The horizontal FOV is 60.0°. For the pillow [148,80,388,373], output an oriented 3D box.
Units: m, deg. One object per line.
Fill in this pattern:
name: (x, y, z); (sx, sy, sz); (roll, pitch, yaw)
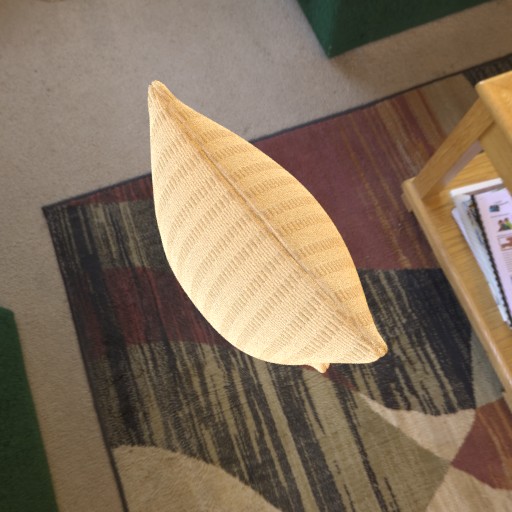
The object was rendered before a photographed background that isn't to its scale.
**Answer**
pillow: (0.000, 0.000, 0.709); (0.247, 0.419, 0.438); (-37, 77, -10)
